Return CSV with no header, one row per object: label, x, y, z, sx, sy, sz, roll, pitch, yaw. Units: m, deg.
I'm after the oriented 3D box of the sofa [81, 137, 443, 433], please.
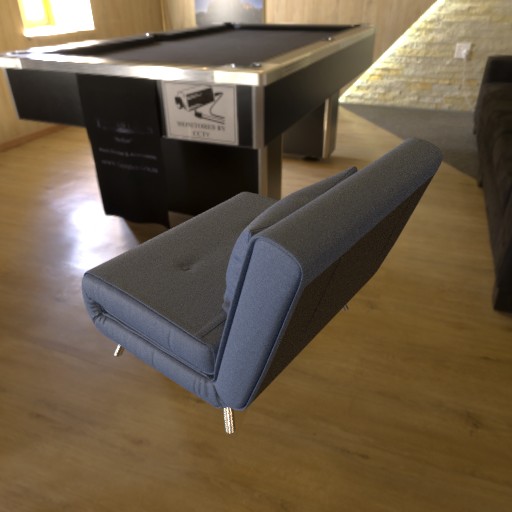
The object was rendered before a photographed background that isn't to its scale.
sofa,0.000,0.000,1.748,0.996,0.860,0.999,22,38,31
